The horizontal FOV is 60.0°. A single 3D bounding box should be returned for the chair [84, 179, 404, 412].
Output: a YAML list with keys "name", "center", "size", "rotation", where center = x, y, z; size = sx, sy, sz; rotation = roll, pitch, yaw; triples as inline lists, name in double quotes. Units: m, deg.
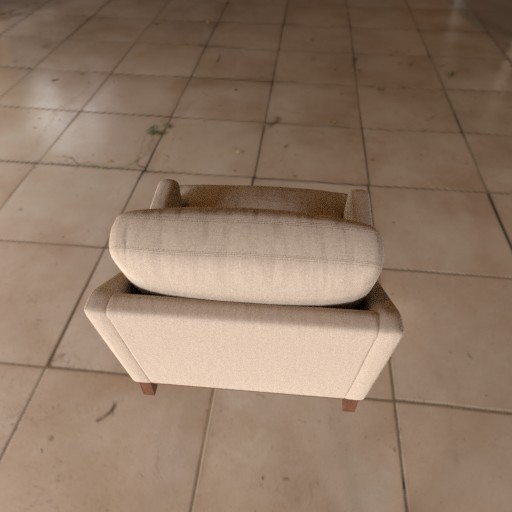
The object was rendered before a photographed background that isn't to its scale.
- name: "chair"
  center: [0.000, 0.000, 1.722]
  size: [0.912, 0.916, 1.001]
  rotation: [4, 45, 4]
